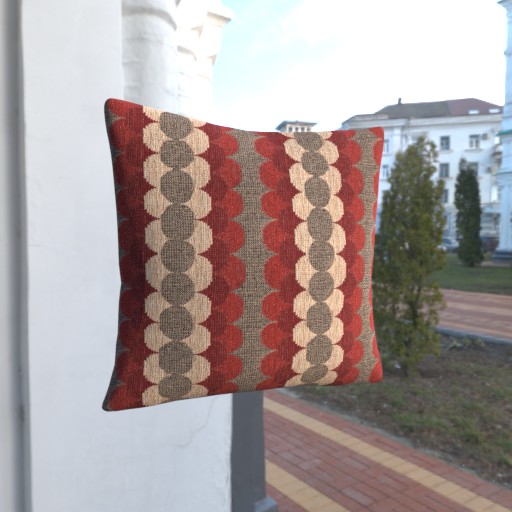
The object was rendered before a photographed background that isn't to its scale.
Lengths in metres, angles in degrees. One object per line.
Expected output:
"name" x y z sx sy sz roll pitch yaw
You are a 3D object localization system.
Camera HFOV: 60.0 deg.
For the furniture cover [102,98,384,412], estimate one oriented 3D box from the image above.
"furniture cover" 0.000 0.000 0.654 0.435 0.420 0.145 -1 2 -18
